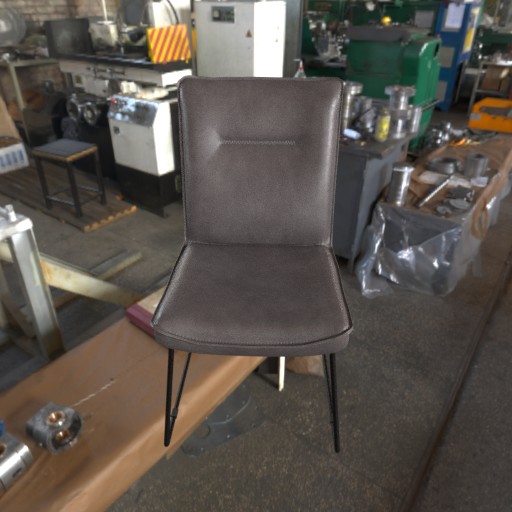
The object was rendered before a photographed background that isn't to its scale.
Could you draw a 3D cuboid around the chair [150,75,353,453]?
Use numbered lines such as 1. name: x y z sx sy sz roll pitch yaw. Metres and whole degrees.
1. chair: 0.000 0.000 1.340 0.515 0.932 0.688 1 31 2
